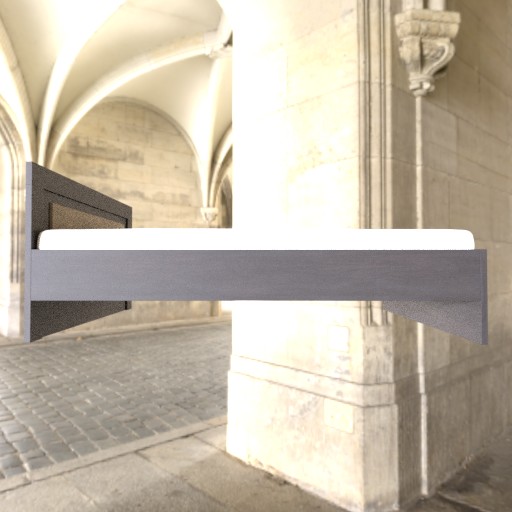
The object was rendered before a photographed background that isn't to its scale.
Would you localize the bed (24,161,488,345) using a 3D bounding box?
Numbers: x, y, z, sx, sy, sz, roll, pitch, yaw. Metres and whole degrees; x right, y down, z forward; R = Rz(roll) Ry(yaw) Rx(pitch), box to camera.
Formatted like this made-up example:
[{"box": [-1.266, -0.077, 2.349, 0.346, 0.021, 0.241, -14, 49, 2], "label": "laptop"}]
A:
[{"box": [0.000, 0.000, 2.777, 2.073, 0.823, 1.585, 0, -1, 0], "label": "bed"}]
